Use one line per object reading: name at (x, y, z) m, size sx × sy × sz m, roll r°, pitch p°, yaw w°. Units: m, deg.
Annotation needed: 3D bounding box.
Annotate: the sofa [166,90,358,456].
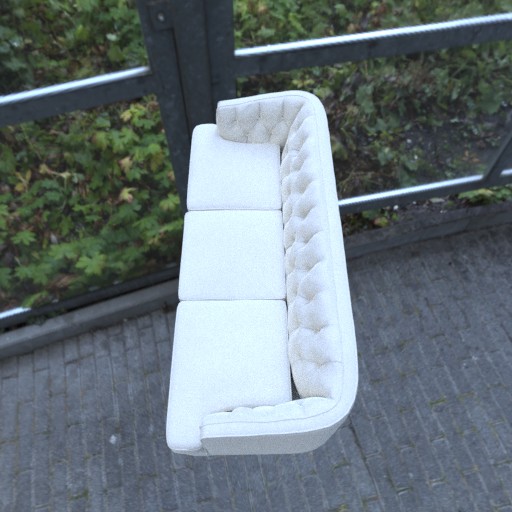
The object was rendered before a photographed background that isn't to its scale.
sofa at (0.000, 0.000, 2.793) m, size 0.941 × 0.855 × 2.278 m, roll 0°, pitch 59°, yaw 0°
